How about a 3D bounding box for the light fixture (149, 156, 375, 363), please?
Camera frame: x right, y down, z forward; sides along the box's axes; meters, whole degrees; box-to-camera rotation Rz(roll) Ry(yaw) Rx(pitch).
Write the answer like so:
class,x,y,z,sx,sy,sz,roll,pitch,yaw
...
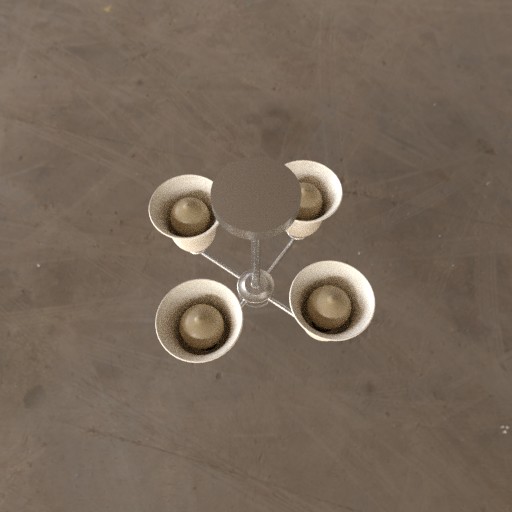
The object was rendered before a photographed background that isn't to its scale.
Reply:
class,x,y,z,sx,sy,sz,roll,pitch,yaw
light fixture,0.000,0.000,0.749,0.427,0.370,0.427,33,68,15
